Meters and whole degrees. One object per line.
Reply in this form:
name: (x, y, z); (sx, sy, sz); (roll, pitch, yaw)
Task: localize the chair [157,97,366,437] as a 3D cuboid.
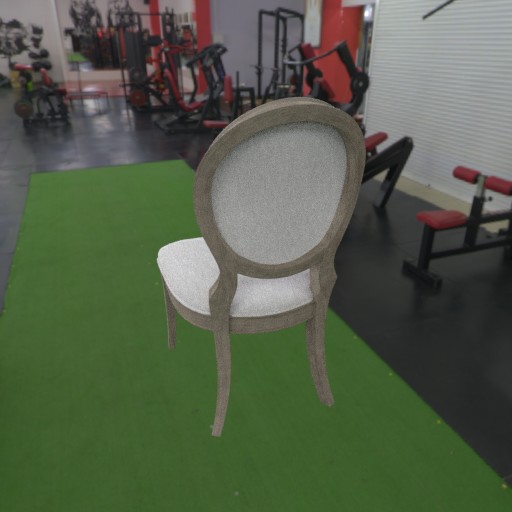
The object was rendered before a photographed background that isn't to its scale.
chair: (0.000, 0.000, 1.381); (0.558, 0.990, 0.602); (-9, 27, -17)
